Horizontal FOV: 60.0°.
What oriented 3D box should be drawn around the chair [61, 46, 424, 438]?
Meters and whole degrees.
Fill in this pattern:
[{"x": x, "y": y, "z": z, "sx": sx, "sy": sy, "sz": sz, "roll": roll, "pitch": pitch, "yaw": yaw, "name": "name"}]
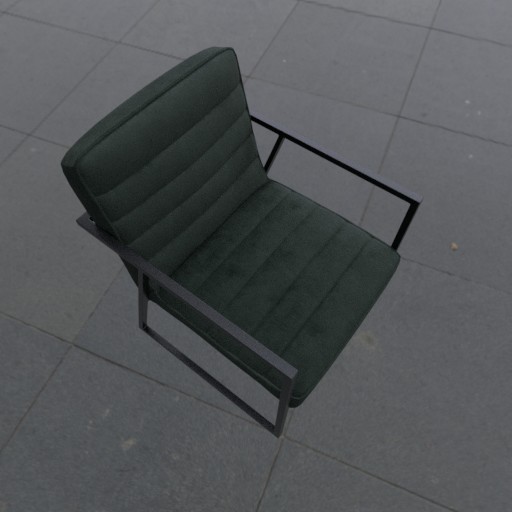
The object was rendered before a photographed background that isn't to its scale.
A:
[{"x": 0.000, "y": 0.000, "z": 1.247, "sx": 0.677, "sy": 0.833, "sz": 0.571, "roll": 33, "pitch": 64, "yaw": 19, "name": "chair"}]
